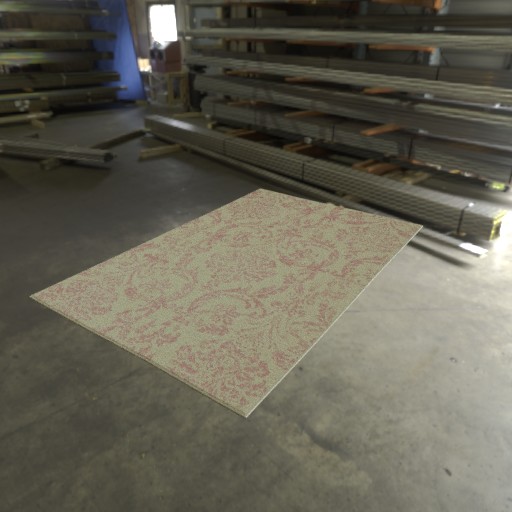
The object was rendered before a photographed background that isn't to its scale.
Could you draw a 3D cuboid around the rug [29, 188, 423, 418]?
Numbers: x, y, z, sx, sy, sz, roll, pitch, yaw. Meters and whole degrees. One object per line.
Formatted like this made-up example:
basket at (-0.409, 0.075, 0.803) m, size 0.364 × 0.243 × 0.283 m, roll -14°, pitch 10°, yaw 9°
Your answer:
rug at (0.000, 0.000, 2.362) m, size 1.219 × 0.012 × 1.839 m, roll 18°, pitch 32°, yaw 31°
